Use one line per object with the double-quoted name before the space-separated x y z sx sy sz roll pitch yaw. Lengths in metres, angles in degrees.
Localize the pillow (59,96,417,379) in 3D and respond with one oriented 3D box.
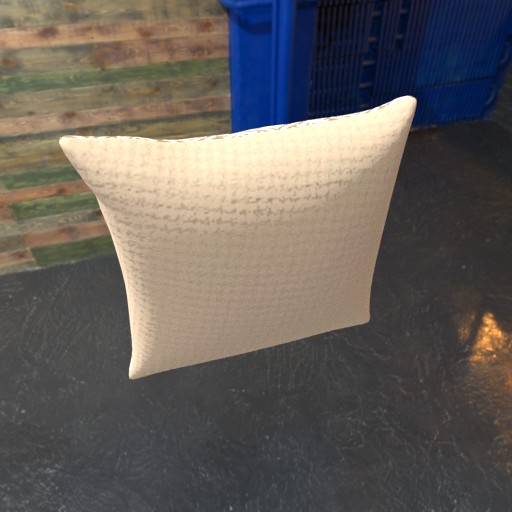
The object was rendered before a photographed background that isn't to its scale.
"pillow" 0.000 0.000 0.621 0.419 0.407 0.173 -11 41 -13
